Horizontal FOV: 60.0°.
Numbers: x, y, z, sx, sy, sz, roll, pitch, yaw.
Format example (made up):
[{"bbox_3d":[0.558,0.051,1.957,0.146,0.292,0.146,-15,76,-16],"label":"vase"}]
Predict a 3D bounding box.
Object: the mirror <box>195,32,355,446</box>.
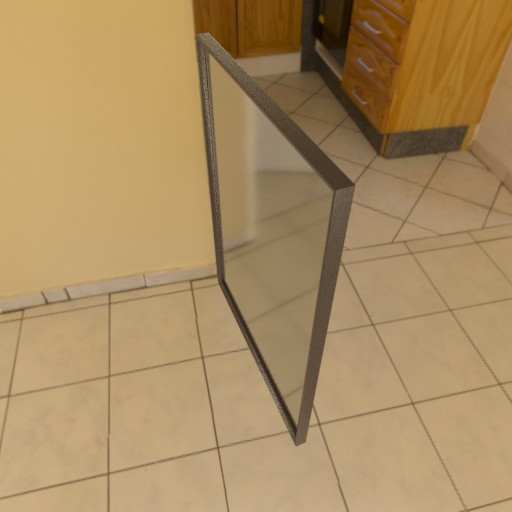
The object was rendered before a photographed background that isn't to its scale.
[{"bbox_3d":[0.000,0.000,1.320,0.041,1.016,0.762,-16,47,-16],"label":"mirror"}]
